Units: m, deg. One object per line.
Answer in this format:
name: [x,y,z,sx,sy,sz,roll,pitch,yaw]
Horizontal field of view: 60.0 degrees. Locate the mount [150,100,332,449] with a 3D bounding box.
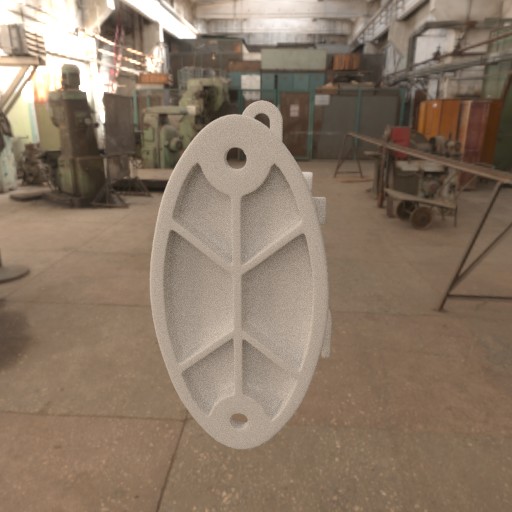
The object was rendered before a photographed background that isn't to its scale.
mount: [0.000,0.000,0.177,0.066,0.118,0.100,2,18,6]
